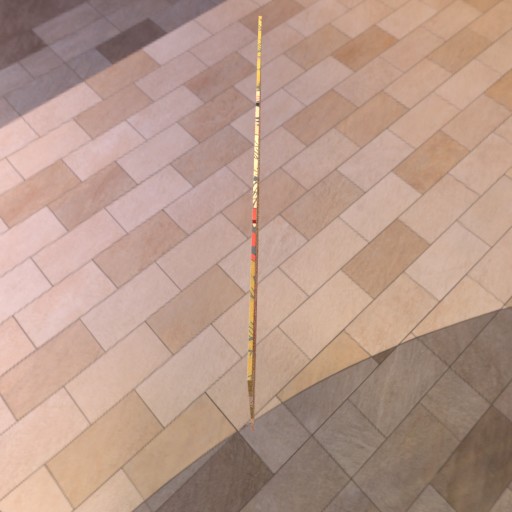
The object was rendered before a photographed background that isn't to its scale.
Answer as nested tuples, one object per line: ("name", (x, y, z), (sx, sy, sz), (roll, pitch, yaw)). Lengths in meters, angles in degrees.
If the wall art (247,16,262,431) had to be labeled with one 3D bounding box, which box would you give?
("wall art", (0.000, 0.000, 2.236), (0.013, 1.534, 1.519), (1, 64, 1))
